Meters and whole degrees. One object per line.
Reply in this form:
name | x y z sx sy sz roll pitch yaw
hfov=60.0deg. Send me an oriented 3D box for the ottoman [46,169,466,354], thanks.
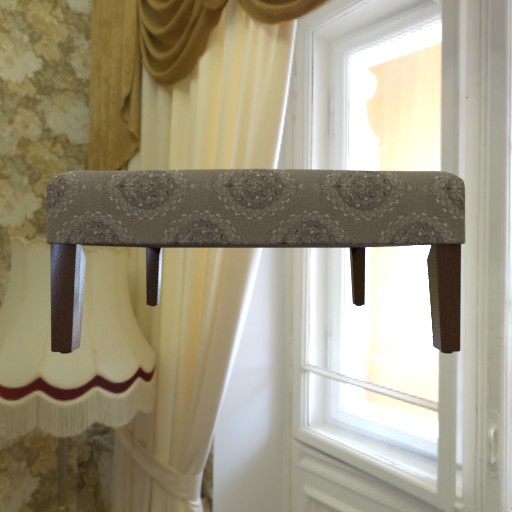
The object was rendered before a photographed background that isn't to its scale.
ottoman | 0.000 0.000 1.371 0.890 0.411 0.889 0 1 0
